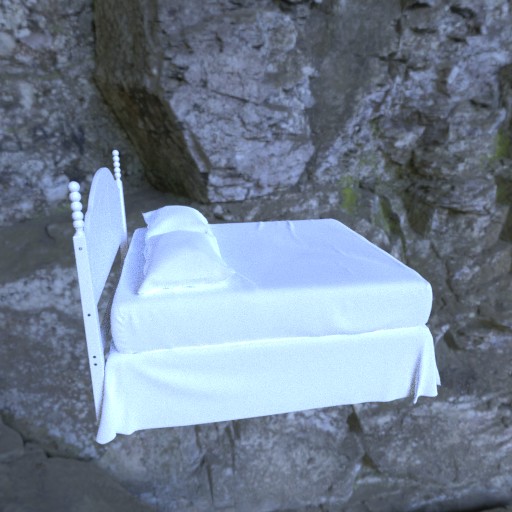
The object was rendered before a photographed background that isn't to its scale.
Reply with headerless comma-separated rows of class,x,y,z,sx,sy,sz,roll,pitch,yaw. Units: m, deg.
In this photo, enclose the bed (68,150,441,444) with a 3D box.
bed,0.000,0.000,3.131,2.040,1.356,1.873,-3,19,-10
